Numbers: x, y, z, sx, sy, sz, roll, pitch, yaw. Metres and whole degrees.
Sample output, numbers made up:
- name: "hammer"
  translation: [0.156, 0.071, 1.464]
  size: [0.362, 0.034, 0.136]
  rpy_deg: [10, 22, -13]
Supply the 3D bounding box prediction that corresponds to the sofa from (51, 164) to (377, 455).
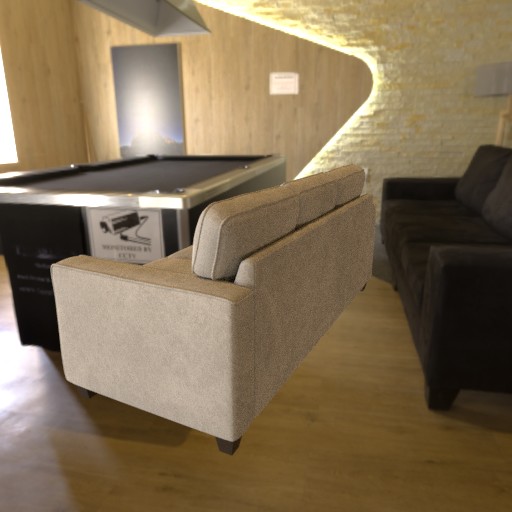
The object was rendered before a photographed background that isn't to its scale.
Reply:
- name: "sofa"
  translation: [0.000, 0.000, 2.631]
  size: [0.939, 0.965, 2.133]
  rpy_deg: [9, 19, 26]
